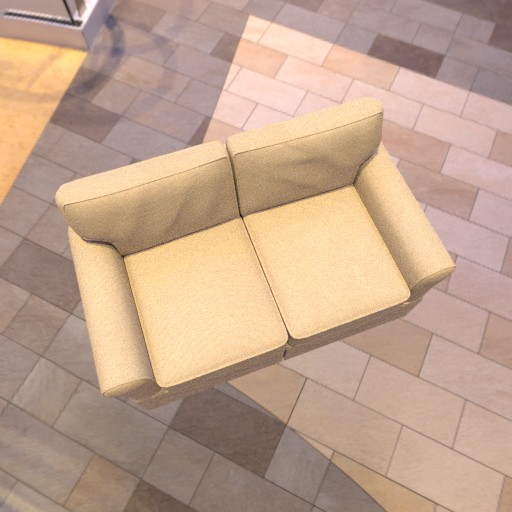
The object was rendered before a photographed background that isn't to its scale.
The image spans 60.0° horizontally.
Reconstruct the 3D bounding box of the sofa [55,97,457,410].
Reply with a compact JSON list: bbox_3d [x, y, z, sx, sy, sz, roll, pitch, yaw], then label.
[{"bbox_3d":[0.000,0.000,2.306,1.727,0.940,0.991,-18,67,-8],"label":"sofa"}]
